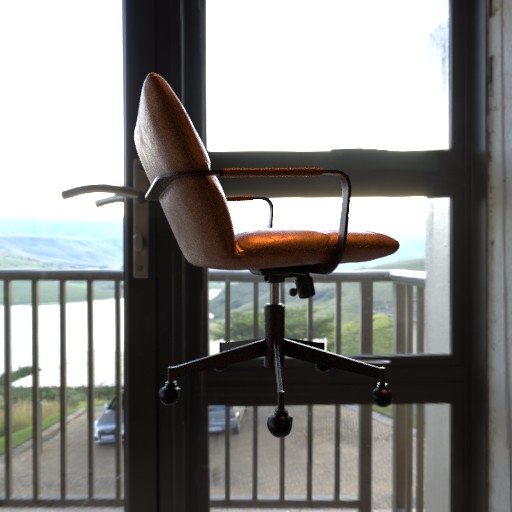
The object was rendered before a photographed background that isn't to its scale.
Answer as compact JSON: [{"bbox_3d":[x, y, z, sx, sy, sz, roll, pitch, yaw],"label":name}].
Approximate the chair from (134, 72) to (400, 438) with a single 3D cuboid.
[{"bbox_3d":[0.000,0.000,1.452,0.754,0.922,0.727,0,0,-18],"label":"chair"}]
